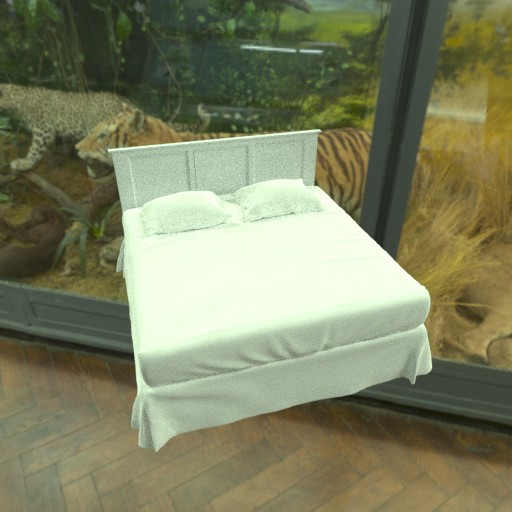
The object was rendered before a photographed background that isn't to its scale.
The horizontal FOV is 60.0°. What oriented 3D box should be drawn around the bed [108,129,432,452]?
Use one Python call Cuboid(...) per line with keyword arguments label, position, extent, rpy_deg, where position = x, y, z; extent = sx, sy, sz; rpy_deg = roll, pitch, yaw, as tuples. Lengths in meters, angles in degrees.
Cuboid(label="bed", position=(0.000, 0.000, 3.597), extent=(2.317, 1.273, 2.215), rpy_deg=(-9, 34, -14))
